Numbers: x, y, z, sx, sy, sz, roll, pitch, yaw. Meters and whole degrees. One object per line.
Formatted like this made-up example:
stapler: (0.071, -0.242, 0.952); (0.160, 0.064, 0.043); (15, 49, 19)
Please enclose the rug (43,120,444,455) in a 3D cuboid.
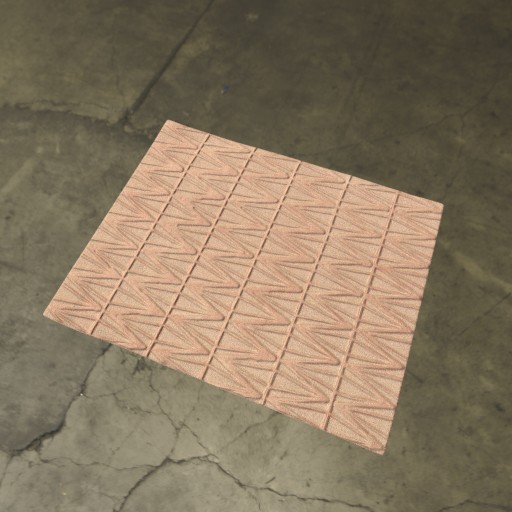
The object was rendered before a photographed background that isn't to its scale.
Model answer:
rug: (0.000, 0.000, 4.117); (3.052, 0.043, 2.453); (19, 64, 10)
